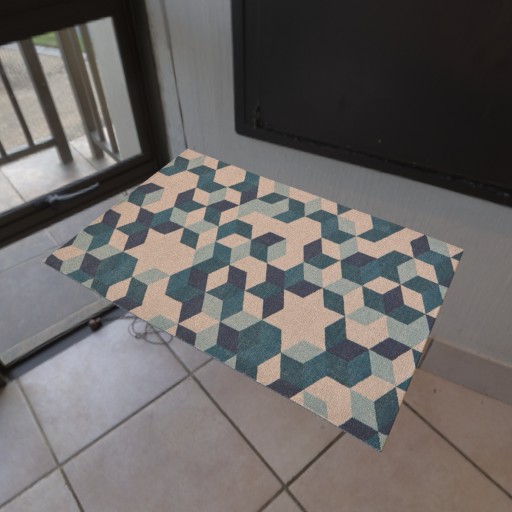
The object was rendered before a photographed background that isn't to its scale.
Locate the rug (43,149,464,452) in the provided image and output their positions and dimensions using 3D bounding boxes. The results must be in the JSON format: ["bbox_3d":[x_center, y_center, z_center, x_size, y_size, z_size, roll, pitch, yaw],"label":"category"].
[{"bbox_3d":[0.000,0.000,2.313,1.829,0.014,1.235,24,51,21],"label":"rug"}]
